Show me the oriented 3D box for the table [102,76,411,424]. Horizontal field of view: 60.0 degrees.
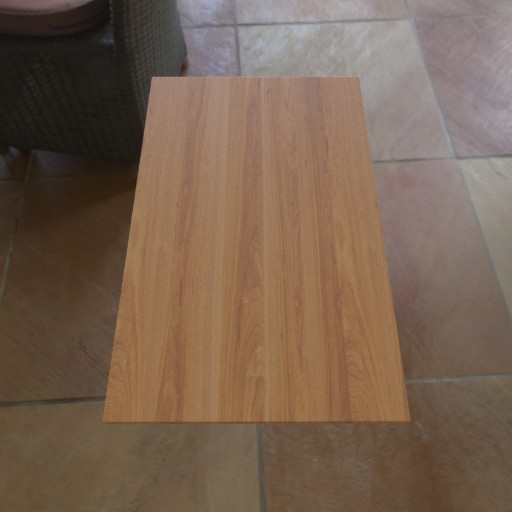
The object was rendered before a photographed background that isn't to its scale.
[{"bbox_3d":[0.000,0.000,1.478,0.700,0.510,1.100,0,63,0],"label":"table"}]
